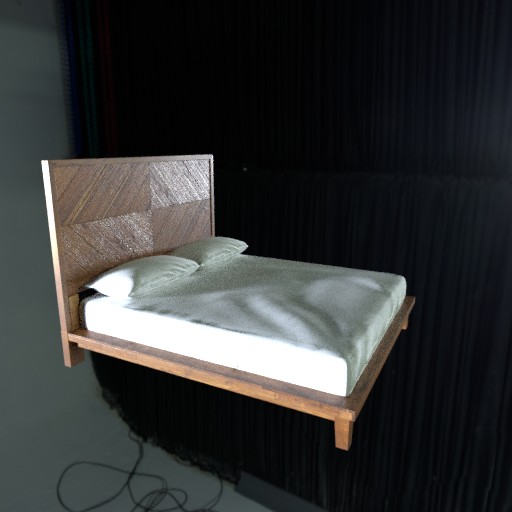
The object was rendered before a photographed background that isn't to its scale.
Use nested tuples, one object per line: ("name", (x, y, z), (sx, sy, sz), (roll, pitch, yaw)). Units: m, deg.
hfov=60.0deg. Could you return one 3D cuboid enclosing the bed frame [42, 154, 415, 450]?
("bed frame", (0.000, 0.000, 3.579), (2.235, 1.537, 2.038), (7, 16, 27))
